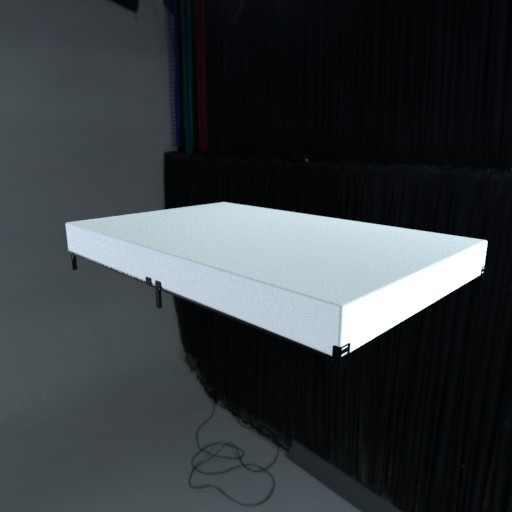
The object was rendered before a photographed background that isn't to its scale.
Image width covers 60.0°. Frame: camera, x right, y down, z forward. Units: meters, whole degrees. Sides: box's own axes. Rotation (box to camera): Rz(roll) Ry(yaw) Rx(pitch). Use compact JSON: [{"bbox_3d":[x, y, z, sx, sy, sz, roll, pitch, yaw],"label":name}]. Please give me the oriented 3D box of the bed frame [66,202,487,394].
[{"bbox_3d":[0.000,0.000,3.712,2.987,0.440,1.930,14,20,43],"label":"bed frame"}]
